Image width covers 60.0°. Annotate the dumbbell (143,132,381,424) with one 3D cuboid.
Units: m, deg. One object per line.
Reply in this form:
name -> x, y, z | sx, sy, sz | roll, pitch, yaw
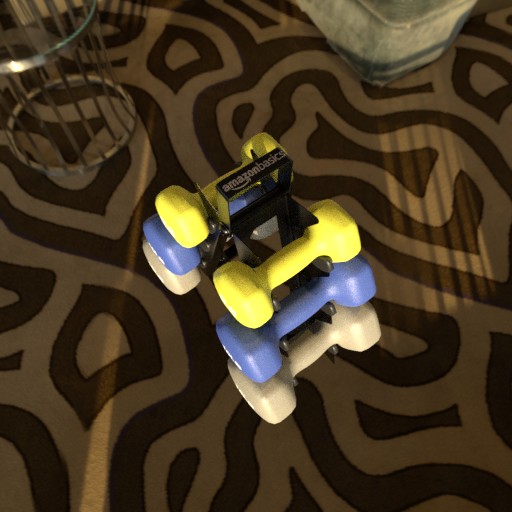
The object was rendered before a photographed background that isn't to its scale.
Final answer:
dumbbell -> 0.000, 0.000, 0.693 | 0.261, 0.426, 0.416 | -34, 68, -16
